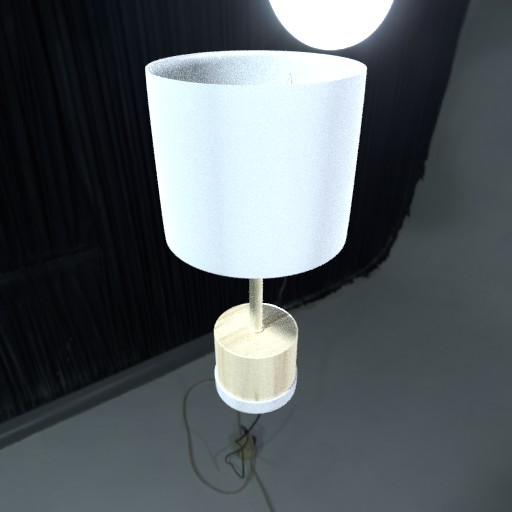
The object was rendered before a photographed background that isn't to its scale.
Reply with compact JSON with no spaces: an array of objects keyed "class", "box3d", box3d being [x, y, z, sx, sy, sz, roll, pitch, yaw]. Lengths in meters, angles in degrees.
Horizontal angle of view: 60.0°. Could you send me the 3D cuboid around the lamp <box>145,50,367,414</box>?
[{"class":"lamp","box3d":[0.000,0.000,0.586,0.229,0.470,0.229,-21,37,-31]}]
